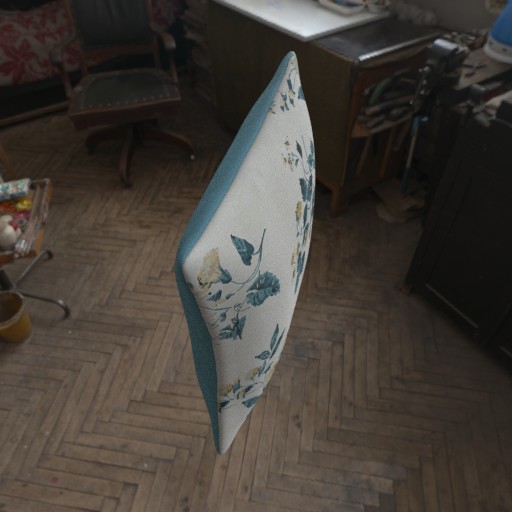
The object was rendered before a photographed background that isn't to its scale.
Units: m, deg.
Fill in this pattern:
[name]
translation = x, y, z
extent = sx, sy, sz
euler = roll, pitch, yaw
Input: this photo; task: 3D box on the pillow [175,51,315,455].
[pillow]
translation = 0.000, 0.000, 0.785
extent = 0.166, 0.507, 0.526
euler = 11, 48, 10
